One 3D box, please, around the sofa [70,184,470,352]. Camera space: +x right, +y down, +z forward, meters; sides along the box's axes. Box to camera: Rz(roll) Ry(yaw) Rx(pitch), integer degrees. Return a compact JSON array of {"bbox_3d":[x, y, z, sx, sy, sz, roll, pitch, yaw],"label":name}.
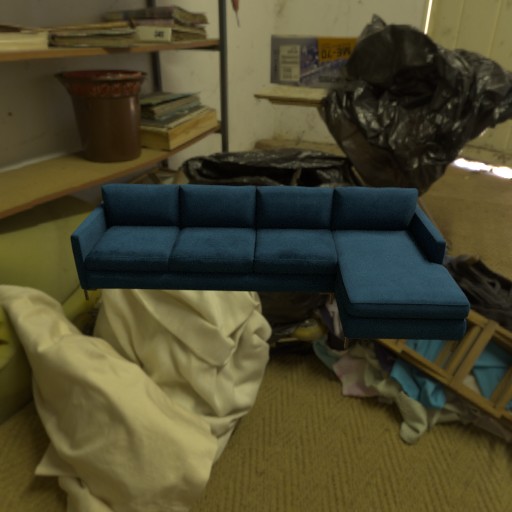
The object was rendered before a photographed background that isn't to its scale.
[{"bbox_3d":[0.000,0.000,3.556,2.932,0.810,1.350,1,28,2],"label":"sofa"}]
